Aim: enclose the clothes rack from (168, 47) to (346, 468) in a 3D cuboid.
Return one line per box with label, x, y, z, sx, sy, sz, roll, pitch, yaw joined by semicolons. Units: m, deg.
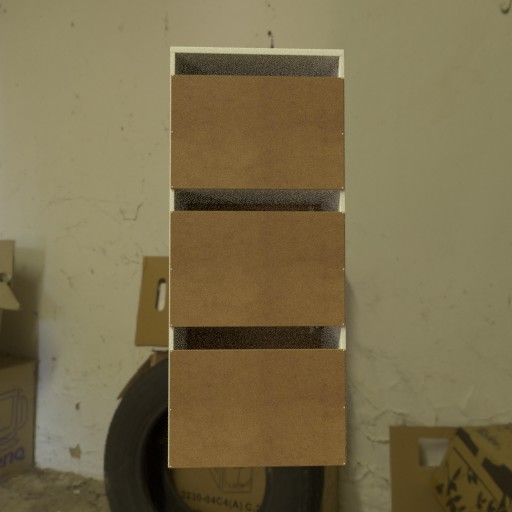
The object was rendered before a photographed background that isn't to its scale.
clothes rack;0.000;0.000;1.419;0.500;1.187;0.331;0;-2;-2
